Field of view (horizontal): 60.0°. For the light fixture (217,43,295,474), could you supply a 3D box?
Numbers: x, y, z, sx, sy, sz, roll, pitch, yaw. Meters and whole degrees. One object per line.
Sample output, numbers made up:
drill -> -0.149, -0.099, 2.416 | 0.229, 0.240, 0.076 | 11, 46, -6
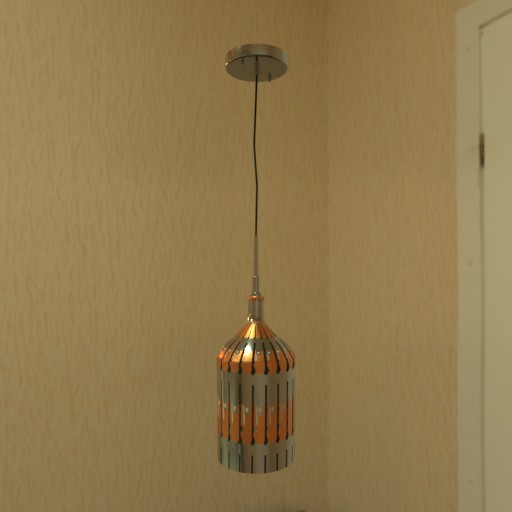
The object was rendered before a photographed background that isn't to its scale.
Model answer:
light fixture -> 0.000, 0.000, 1.716 | 0.303, 1.535, 0.303 | 0, -1, 0
